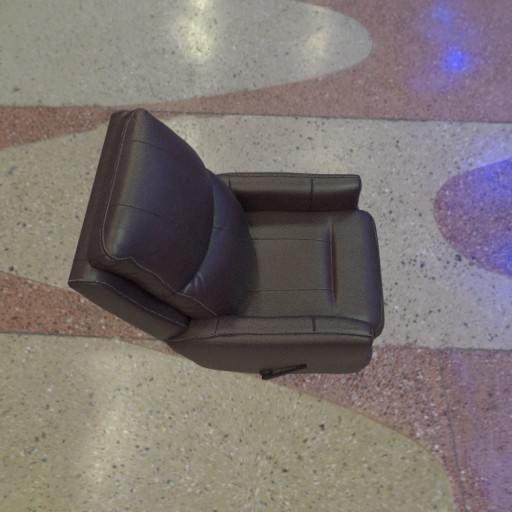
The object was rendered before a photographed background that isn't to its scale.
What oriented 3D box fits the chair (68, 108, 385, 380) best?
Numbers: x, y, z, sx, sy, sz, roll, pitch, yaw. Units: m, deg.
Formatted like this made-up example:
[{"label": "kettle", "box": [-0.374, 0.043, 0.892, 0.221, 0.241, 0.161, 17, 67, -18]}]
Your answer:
[{"label": "chair", "box": [0.000, 0.000, 1.788, 1.080, 1.030, 0.829, 2, 63, 1]}]
